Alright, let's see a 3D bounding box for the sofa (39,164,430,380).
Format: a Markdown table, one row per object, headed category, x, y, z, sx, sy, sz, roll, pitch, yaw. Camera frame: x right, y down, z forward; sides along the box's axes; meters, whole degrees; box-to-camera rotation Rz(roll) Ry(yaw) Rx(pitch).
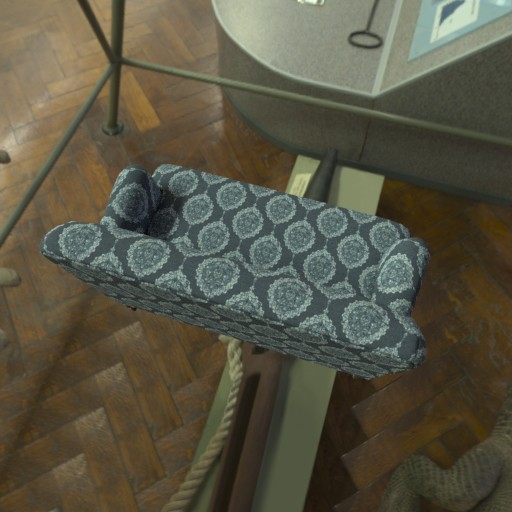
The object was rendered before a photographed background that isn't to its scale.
| category | x | y | z | sx | sy | sz | roll | pitch | yaw |
| --- | --- | --- | --- | --- | --- | --- | --- | --- | --- |
| sofa | 0.000 | 0.000 | 1.792 | 1.297 | 0.867 | 0.779 | 16 | 63 | 8 |
